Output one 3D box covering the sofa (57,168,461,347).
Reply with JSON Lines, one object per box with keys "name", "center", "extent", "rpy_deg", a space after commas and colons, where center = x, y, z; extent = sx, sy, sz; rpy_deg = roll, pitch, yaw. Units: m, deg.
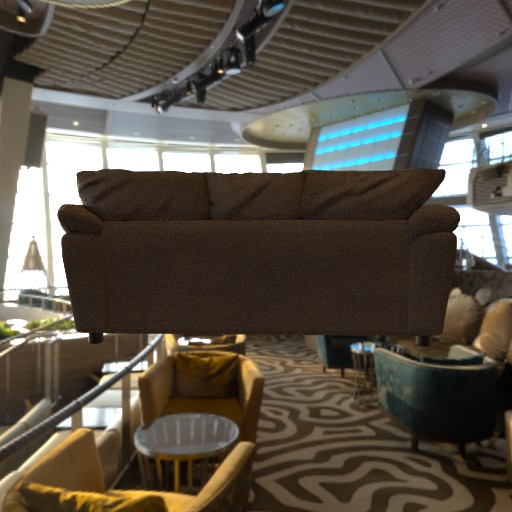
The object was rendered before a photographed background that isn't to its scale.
{"name": "sofa", "center": [0.000, 0.000, 2.889], "extent": [2.390, 1.043, 0.927], "rpy_deg": [0, 0, 3]}
